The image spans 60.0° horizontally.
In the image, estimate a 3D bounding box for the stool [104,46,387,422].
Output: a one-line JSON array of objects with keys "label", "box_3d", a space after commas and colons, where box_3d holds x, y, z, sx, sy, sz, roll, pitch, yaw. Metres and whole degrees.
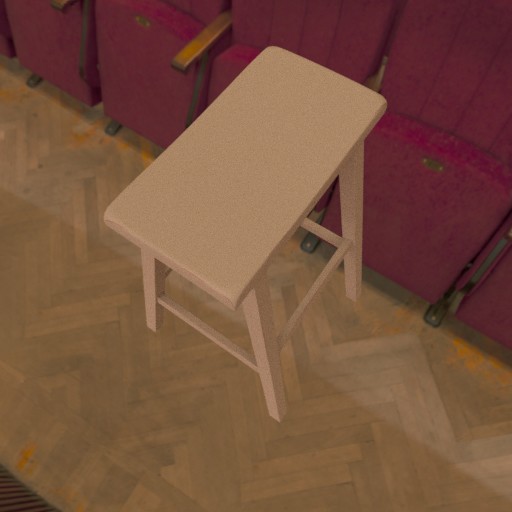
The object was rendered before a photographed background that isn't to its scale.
[{"label": "stool", "box_3d": [0.000, 0.000, 1.020, 0.476, 0.737, 0.457, 32, 68, 15]}]
